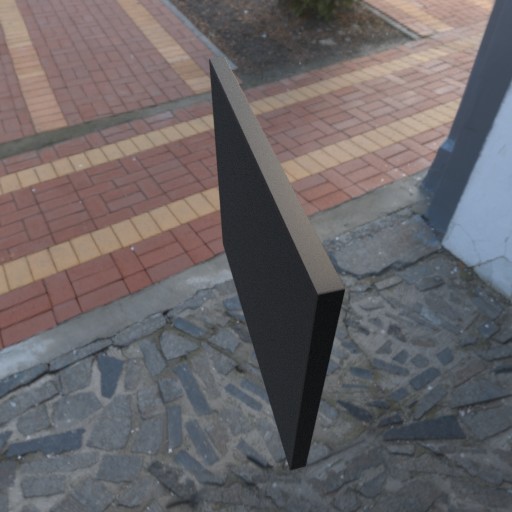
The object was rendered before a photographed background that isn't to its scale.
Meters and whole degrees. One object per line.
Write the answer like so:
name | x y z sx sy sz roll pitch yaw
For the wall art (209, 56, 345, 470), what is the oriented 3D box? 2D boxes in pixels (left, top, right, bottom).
wall art | 0.000 0.000 0.762 0.029 0.458 0.559 -10 47 -10
